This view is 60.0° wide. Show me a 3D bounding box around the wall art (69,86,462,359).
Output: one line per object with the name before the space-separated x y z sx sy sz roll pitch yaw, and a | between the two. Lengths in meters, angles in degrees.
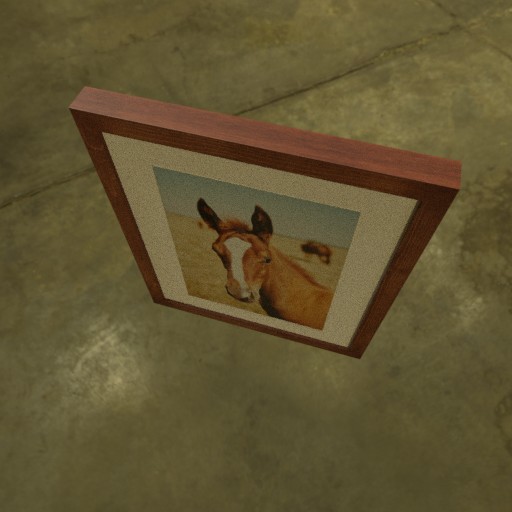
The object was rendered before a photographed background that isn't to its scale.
wall art | 0.000 0.000 0.528 0.330 0.381 0.030 14 59 9
